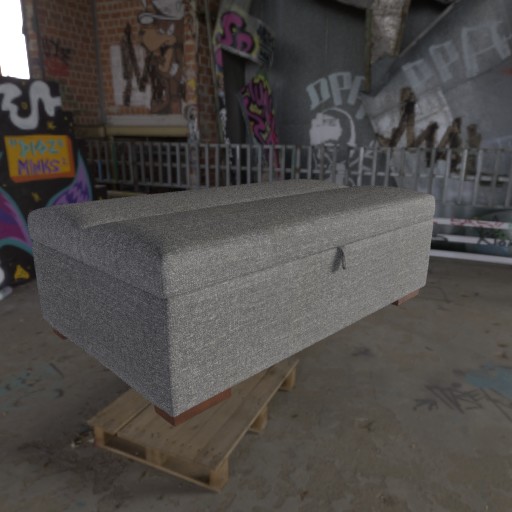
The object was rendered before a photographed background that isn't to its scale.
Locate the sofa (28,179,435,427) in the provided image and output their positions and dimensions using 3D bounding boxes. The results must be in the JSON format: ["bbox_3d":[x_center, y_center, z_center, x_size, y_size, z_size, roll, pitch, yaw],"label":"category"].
[{"bbox_3d":[0.000,0.000,1.536,1.198,0.417,0.782,-15,21,-43],"label":"sofa"}]
